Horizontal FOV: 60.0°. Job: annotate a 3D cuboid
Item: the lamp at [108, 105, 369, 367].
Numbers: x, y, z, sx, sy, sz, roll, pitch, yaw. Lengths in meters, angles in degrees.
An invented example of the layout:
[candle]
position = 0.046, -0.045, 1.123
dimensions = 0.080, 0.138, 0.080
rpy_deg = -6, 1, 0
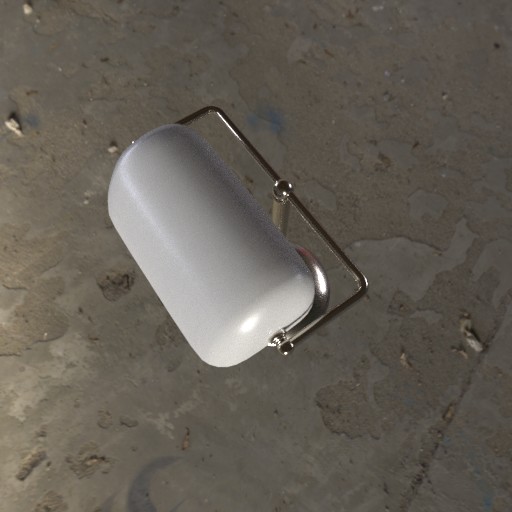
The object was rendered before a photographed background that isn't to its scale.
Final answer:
[lamp]
position = 0.000, 0.000, 0.531
dimensions = 0.243, 0.339, 0.264
rpy_deg = -33, 70, -13
